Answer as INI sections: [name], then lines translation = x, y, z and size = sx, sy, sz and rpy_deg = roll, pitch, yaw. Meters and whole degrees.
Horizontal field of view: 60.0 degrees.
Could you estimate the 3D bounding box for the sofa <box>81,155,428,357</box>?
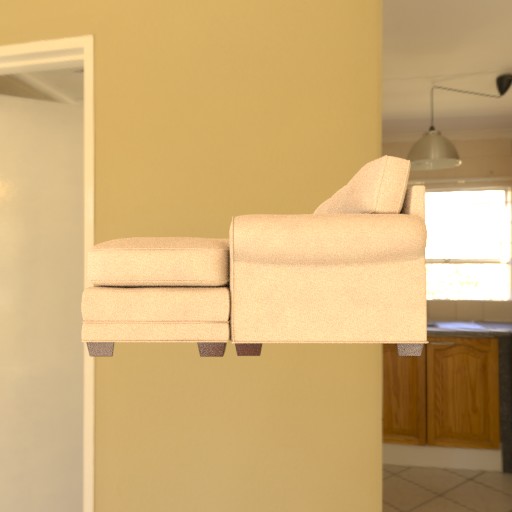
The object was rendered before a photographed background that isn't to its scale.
[sofa]
translation = 0.000, 0.000, 2.379
size = 1.226, 0.734, 1.770
rpy_deg = 0, -1, 1
